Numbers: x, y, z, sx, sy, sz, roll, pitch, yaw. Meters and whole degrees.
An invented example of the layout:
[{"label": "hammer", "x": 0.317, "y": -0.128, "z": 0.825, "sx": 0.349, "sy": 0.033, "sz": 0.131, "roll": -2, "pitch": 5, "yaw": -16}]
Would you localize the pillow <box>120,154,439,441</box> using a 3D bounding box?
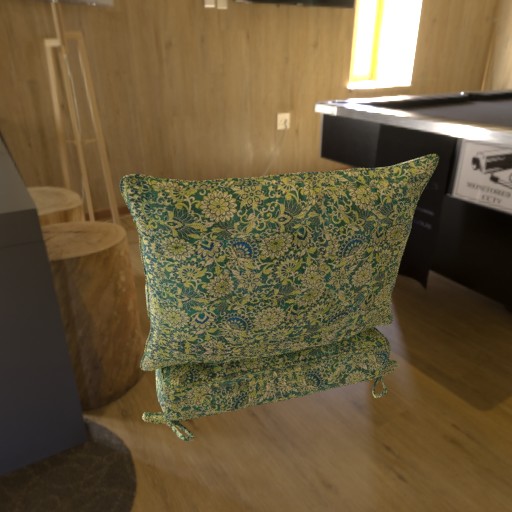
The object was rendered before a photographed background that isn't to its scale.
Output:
[{"label": "pillow", "x": 0.000, "y": 0.000, "z": 1.391, "sx": 0.798, "sy": 0.722, "sz": 0.740, "roll": -7, "pitch": 26, "yaw": -15}]
